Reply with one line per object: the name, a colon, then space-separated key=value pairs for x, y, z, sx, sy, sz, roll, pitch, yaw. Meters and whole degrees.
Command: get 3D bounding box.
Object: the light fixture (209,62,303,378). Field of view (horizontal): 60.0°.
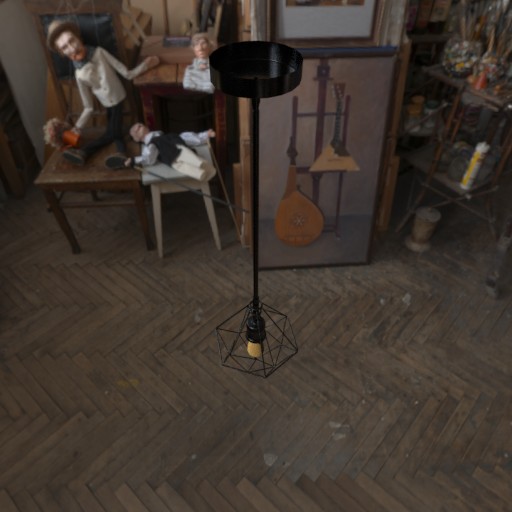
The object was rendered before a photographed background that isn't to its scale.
light fixture: x=0.000 y=0.000 z=2.012 sx=0.487 sy=1.764 sz=0.431 roll=-33 pitch=54 yaw=-28
